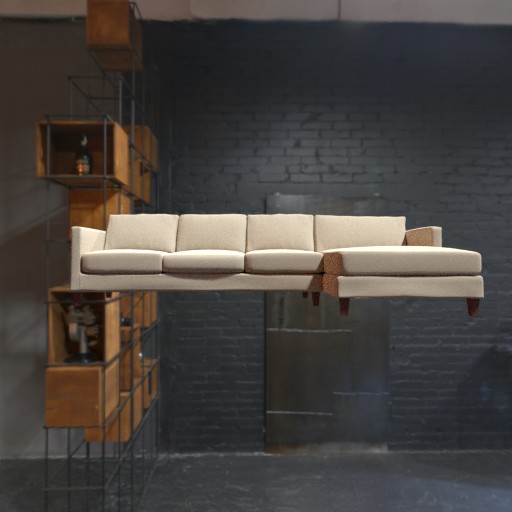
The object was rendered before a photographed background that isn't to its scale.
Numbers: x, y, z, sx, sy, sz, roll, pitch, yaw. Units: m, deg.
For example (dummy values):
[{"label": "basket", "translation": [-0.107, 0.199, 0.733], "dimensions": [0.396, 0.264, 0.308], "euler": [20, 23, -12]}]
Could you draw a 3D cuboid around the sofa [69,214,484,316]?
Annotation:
[{"label": "sofa", "translation": [0.000, 0.000, 3.889], "dimensions": [3.186, 0.861, 1.625], "euler": [0, 0, 0]}]
